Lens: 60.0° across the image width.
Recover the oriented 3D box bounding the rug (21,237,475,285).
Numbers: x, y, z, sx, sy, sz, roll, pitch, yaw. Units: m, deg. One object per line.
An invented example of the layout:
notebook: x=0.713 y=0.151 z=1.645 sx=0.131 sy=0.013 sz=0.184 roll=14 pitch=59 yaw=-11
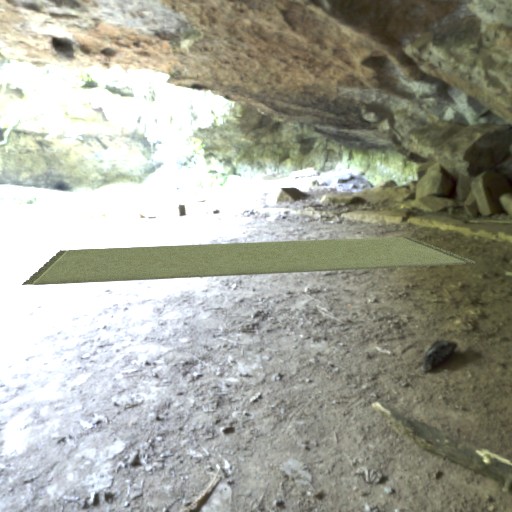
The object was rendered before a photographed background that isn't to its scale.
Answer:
rug: x=0.000 y=0.000 z=2.830 sx=2.544 sy=0.015 sz=0.795 roll=-2 pitch=14 yaw=-10
